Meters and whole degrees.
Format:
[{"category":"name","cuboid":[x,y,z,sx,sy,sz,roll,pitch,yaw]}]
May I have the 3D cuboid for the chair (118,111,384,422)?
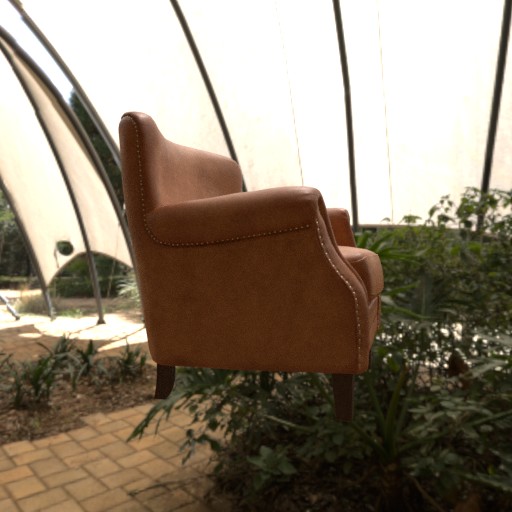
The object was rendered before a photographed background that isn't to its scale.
[{"category":"chair","cuboid":[0.000,0.000,1.668,0.921,0.936,0.861,0,1,19]}]
